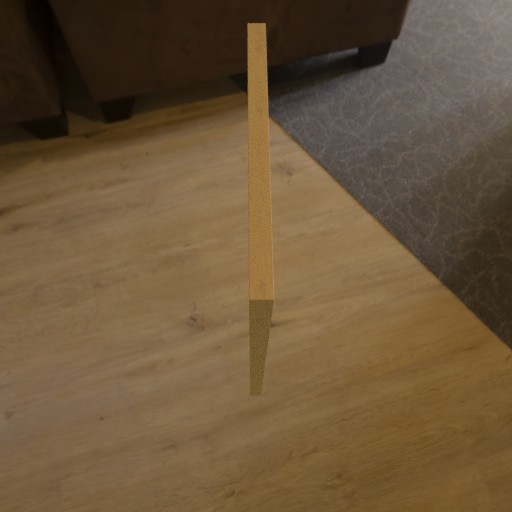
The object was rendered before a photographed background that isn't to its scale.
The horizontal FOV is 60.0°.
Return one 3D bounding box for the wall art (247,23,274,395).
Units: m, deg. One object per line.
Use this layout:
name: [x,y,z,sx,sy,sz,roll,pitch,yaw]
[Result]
wall art: [0.000,0.000,1.025,0.039,0.810,0.510,-1,65,0]
